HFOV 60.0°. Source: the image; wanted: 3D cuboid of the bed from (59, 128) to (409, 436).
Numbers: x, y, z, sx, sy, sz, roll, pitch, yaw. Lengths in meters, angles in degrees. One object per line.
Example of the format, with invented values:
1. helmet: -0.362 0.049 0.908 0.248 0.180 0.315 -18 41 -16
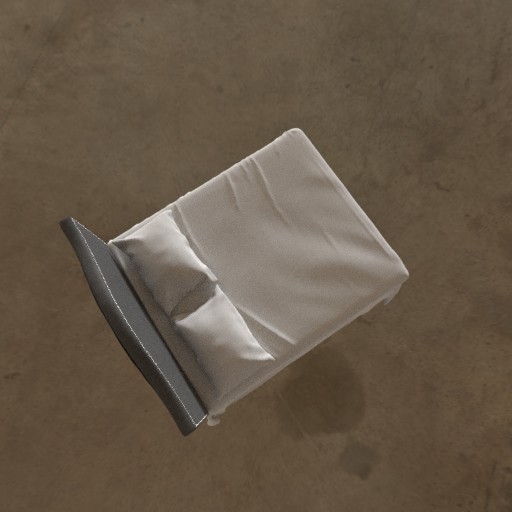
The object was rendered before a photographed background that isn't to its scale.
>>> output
1. bed: 0.000 0.000 3.482 2.221 1.645 1.876 -33 79 -7
